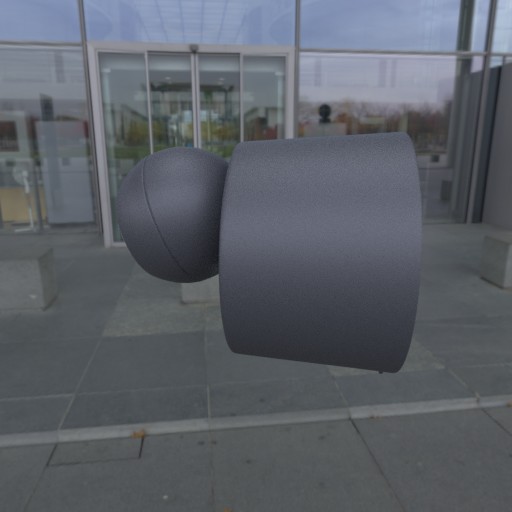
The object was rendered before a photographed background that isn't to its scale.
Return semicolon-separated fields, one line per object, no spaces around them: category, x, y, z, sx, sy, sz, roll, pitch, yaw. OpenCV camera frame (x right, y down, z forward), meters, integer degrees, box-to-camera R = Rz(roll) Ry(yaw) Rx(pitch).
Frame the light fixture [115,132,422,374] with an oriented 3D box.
light fixture;0.000;0.000;0.266;0.160;0.143;0.134;2;15;7
